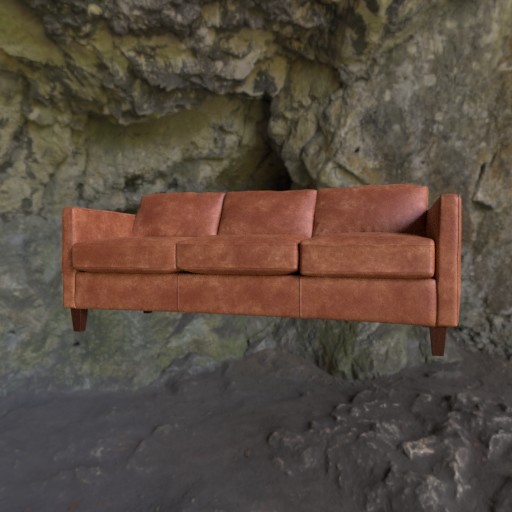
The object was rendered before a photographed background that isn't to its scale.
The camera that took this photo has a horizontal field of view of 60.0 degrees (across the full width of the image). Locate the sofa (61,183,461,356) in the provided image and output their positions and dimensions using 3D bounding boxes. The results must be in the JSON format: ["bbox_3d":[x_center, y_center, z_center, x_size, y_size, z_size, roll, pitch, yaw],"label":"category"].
[{"bbox_3d":[0.000,0.000,3.009,2.464,1.006,1.045,0,1,17],"label":"sofa"}]
